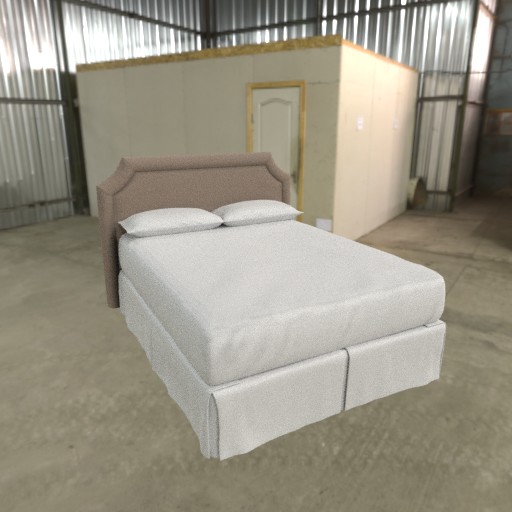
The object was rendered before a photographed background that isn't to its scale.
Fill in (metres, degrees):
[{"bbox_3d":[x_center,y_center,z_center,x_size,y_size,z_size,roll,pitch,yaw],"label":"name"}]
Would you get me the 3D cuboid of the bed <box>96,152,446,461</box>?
[{"bbox_3d":[0.000,0.000,3.215,1.828,1.303,2.164,-9,19,-27],"label":"bed"}]
